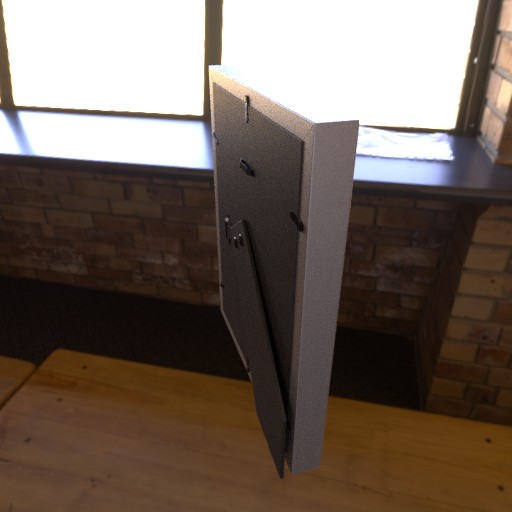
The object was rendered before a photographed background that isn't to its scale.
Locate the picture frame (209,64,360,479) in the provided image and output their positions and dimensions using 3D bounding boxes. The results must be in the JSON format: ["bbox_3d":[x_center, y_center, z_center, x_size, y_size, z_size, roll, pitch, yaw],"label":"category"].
[{"bbox_3d":[0.000,0.000,0.387,0.036,0.282,0.233,-9,31,-16],"label":"picture frame"}]
